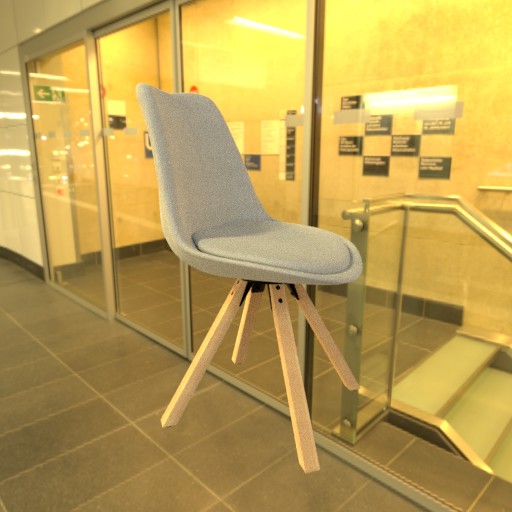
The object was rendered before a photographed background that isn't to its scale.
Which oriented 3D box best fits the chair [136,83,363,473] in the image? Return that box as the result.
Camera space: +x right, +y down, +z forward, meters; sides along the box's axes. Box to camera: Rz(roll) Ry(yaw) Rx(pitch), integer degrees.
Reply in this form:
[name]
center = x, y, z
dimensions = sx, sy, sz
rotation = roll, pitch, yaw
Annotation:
[chair]
center = 0.000, 0.000, 1.173
dimensions = 0.549, 0.863, 0.474
rotation = 7, 15, 26
